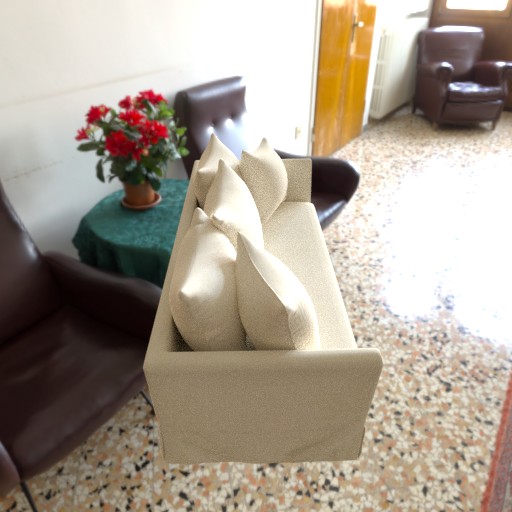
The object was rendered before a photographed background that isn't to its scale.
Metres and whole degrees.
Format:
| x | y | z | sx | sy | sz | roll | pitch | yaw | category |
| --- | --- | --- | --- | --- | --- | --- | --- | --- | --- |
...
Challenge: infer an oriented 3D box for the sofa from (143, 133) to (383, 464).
| x | y | z | sx | sy | sz | roll | pitch | yaw | category |
| --- | --- | --- | --- | --- | --- | --- | --- | --- | --- |
| 0.000 | 0.000 | 2.840 | 1.031 | 1.034 | 2.290 | -1 | 33 | -1 | sofa |
